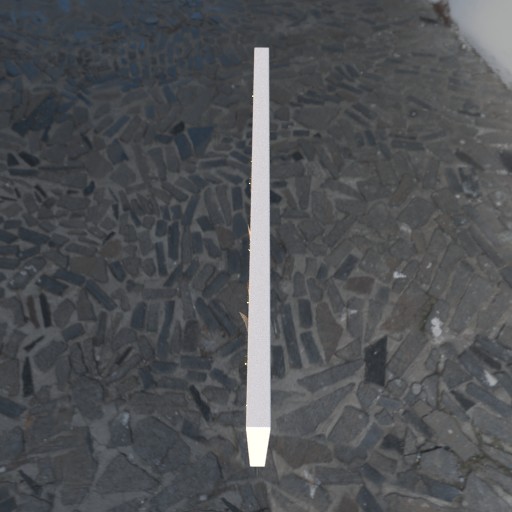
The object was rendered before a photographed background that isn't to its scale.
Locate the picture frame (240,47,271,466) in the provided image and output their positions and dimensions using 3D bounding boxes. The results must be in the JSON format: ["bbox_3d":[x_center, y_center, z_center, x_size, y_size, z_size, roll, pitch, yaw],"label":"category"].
[{"bbox_3d":[0.000,0.000,0.792,0.044,0.379,0.647,1,59,0],"label":"picture frame"}]
